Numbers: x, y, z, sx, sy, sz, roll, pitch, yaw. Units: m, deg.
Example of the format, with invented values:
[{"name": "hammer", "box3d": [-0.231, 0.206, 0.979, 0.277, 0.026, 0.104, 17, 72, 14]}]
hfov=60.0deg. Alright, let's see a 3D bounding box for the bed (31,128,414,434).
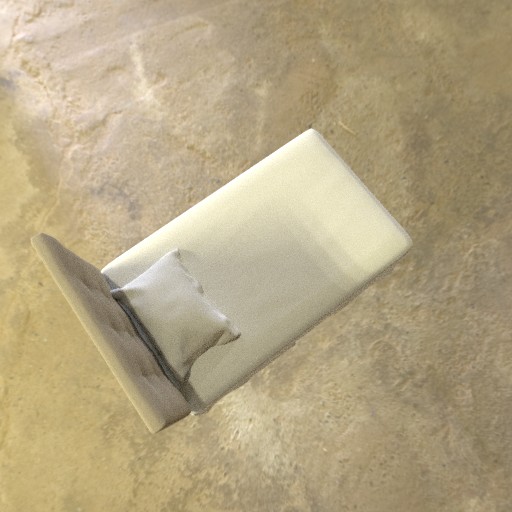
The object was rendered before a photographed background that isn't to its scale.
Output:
[{"name": "bed", "box3d": [0.000, 0.000, 2.976, 1.997, 1.571, 1.261, -35, 77, -9]}]
